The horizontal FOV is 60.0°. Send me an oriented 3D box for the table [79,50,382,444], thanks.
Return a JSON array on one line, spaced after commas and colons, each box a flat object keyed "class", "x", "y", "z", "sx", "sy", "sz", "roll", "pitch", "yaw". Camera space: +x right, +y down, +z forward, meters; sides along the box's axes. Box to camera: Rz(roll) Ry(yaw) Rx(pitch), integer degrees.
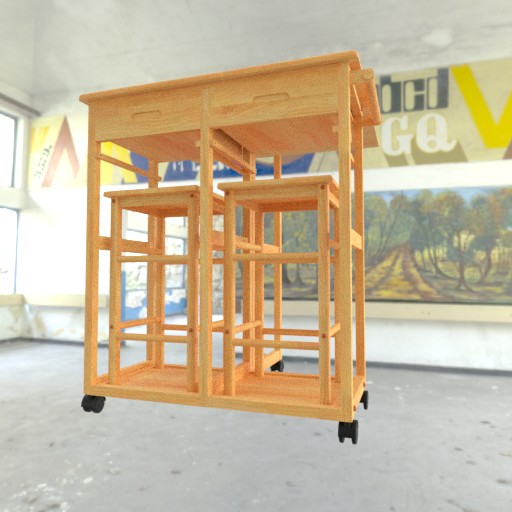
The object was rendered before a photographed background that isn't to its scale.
[{"class": "table", "x": 0.000, "y": 0.000, "z": 1.350, "sx": 0.752, "sy": 0.832, "sz": 0.693, "roll": -1, "pitch": -3, "yaw": 19}]
